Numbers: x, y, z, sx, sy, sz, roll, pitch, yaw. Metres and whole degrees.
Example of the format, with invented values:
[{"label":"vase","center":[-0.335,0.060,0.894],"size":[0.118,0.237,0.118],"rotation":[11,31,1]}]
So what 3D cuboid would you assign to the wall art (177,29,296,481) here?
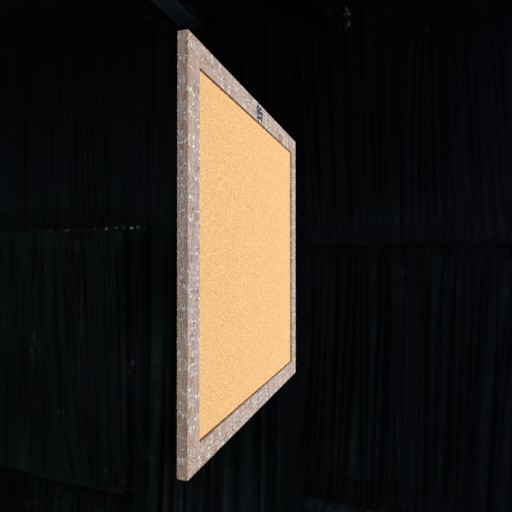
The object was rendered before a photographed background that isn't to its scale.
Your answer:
[{"label":"wall art","center":[0.000,0.000,0.560],"size":[0.012,0.384,0.384],"rotation":[0,-1,19]}]
